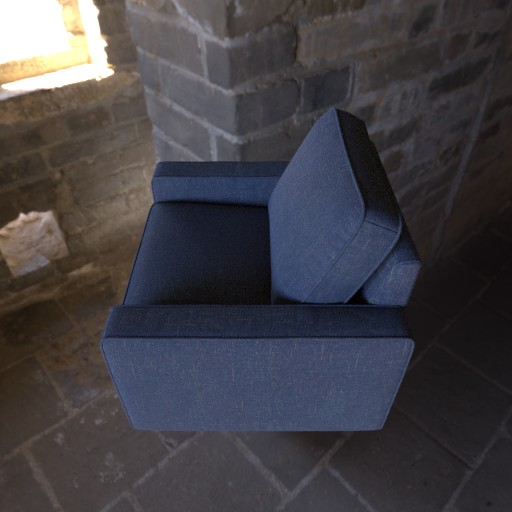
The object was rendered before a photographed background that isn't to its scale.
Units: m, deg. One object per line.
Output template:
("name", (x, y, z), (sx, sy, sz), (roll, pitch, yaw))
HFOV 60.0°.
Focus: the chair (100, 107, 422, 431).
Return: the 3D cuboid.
("chair", (0.000, 0.000, 1.707), (0.940, 0.919, 1.017), (0, 42, 0))
